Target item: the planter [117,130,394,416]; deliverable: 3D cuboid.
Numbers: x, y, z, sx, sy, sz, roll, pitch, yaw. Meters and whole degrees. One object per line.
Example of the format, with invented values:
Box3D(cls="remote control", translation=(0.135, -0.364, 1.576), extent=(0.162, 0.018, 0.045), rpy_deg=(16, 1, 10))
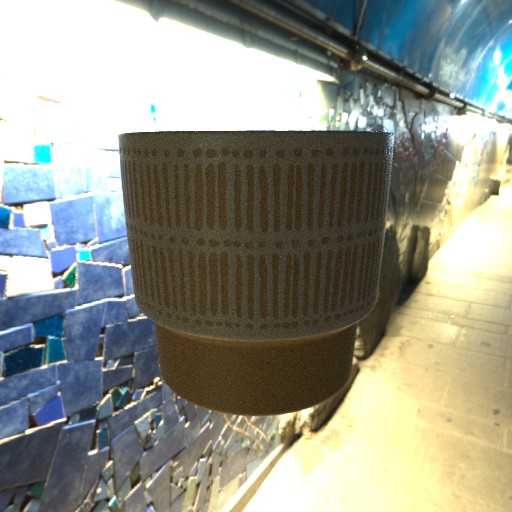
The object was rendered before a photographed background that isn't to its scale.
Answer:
Box3D(cls="planter", translation=(0.000, 0.000, 0.566), extent=(0.317, 0.303, 0.317), rpy_deg=(0, 15, 0))
